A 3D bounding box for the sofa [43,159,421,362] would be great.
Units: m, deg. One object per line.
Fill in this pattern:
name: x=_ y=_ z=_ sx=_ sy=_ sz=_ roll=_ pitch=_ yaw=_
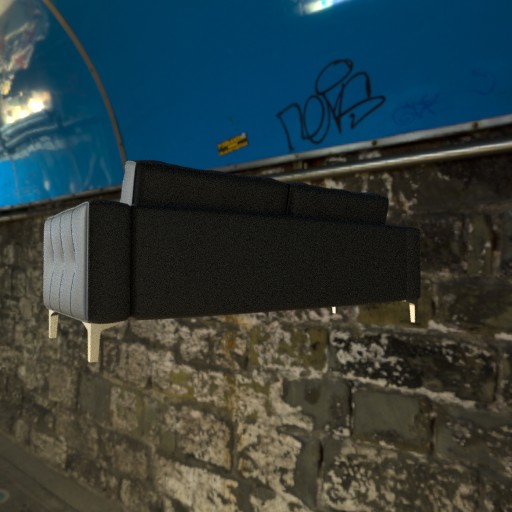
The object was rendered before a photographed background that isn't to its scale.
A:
sofa: x=0.000 y=0.000 z=2.728 sx=2.275 sy=0.893 sz=0.833 roll=1 pitch=-2 yaw=-36
